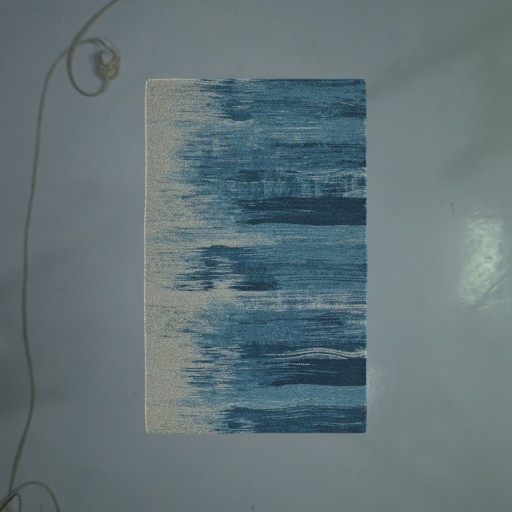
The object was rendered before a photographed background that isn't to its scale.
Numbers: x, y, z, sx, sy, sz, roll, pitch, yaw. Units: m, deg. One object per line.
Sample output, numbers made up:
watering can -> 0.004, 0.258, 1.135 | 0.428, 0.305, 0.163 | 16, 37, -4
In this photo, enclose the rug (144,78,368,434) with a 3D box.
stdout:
rug -> 0.000, 0.000, 3.054 | 1.540, 0.027, 2.450 | 0, 90, 0
